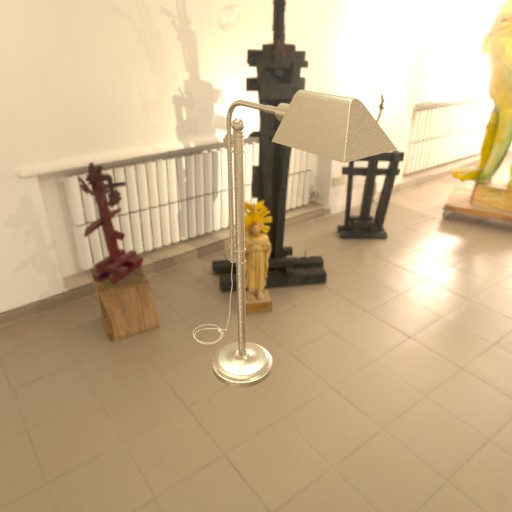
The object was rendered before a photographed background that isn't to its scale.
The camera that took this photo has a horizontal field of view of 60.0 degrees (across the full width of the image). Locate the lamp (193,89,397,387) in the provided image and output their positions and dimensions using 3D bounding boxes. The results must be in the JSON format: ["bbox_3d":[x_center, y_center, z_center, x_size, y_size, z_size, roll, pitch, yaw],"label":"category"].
[{"bbox_3d":[0.000,0.000,0.965,0.159,0.708,0.546,-20,34,-32],"label":"lamp"}]
